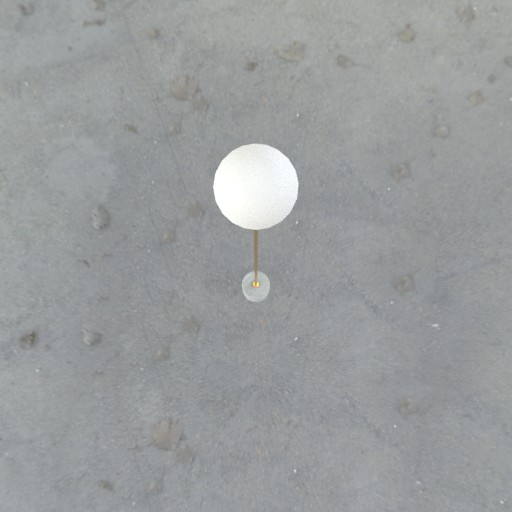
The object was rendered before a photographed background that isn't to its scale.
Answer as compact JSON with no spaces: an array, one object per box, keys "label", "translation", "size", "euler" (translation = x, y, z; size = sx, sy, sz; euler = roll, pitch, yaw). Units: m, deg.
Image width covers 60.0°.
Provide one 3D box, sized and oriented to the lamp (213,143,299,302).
[{"label":"lamp","translation":[0.000,0.000,1.913],"size":[0.224,1.753,0.224],"euler":[-19,77,-5]}]
